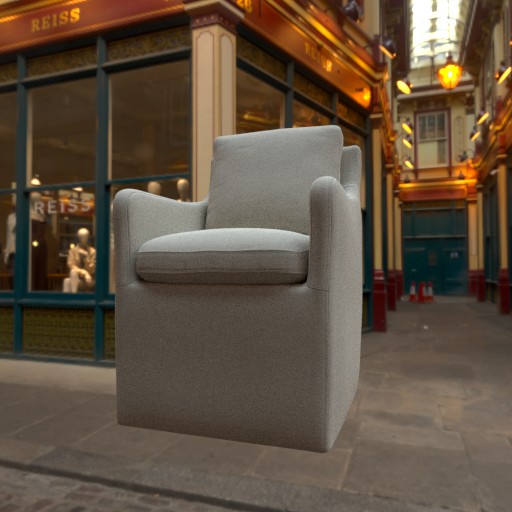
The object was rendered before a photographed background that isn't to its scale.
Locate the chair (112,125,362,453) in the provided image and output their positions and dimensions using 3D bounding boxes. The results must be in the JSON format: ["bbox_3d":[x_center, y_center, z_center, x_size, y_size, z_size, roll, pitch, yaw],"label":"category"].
[{"bbox_3d":[0.000,0.000,1.402,0.626,0.914,0.694,0,-1,19],"label":"chair"}]
